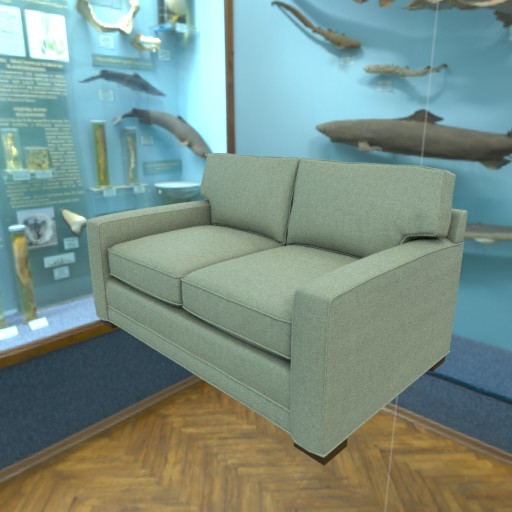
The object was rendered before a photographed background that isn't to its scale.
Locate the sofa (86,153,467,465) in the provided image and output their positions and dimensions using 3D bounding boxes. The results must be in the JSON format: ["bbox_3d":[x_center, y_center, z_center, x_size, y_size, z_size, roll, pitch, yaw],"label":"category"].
[{"bbox_3d":[0.000,0.000,2.025,0.940,0.853,1.484,-16,23,-43],"label":"sofa"}]
